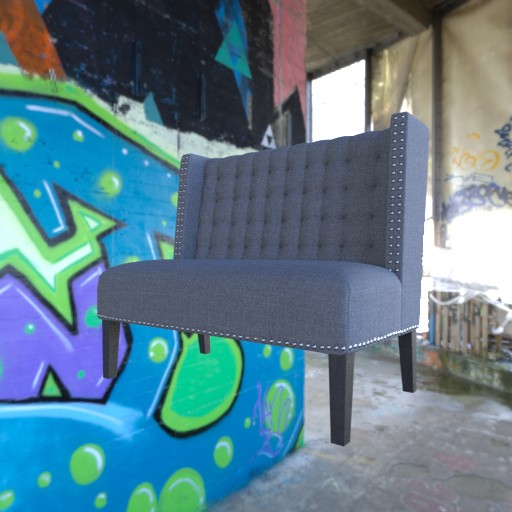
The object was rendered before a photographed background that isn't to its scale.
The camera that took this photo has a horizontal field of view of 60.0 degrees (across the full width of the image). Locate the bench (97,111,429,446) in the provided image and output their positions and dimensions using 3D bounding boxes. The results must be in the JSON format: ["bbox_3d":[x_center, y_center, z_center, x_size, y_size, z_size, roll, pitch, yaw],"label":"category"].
[{"bbox_3d":[0.000,0.000,1.966,1.276,1.121,0.842,0,0,37],"label":"bench"}]
